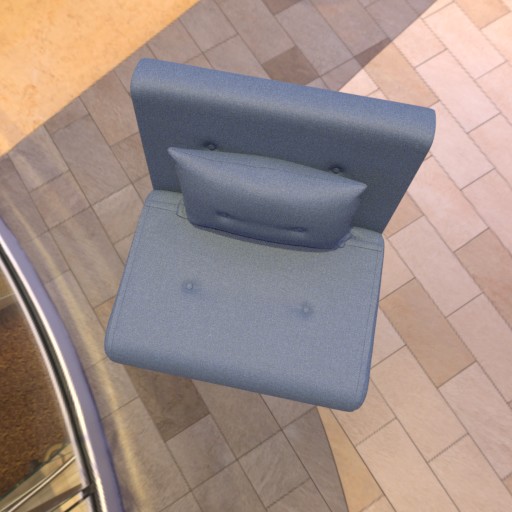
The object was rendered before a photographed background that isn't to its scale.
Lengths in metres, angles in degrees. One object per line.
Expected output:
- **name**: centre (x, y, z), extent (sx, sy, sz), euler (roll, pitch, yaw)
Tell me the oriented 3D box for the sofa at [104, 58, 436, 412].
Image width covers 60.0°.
- **sofa**: centre (0.000, 0.000, 1.698), extent (0.999, 0.860, 0.996), euler (11, 76, 3)
